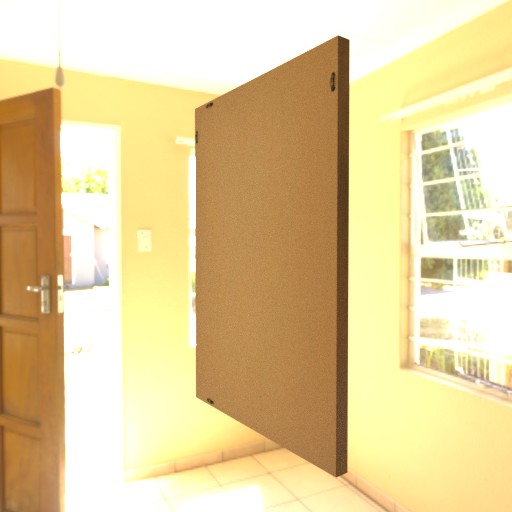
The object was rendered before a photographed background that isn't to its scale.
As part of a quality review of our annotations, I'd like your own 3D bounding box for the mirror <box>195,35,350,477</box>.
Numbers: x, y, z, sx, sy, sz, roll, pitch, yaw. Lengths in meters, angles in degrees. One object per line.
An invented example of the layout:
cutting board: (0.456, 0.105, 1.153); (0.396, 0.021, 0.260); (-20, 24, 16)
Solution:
mirror: (0.000, 0.000, 1.170); (0.040, 0.915, 0.609); (-1, 2, -36)
